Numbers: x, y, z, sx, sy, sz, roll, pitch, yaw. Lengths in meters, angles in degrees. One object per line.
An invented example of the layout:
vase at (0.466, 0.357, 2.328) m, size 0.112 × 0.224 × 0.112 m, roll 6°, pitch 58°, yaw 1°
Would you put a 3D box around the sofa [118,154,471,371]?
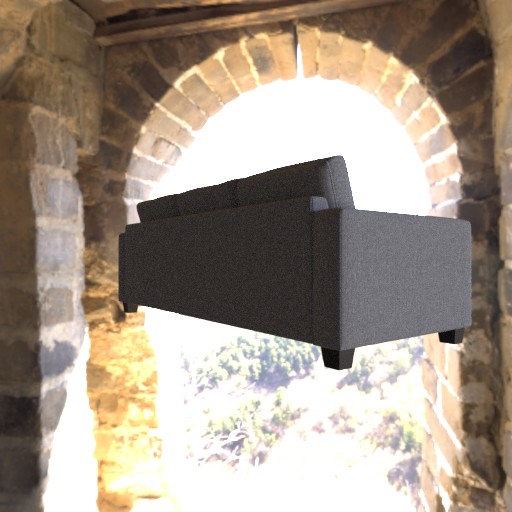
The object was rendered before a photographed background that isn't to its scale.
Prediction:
sofa at (0.000, 0.000, 2.596) m, size 0.900 × 0.800 × 2.120 m, roll 0°, pitch 0°, yaw -37°
